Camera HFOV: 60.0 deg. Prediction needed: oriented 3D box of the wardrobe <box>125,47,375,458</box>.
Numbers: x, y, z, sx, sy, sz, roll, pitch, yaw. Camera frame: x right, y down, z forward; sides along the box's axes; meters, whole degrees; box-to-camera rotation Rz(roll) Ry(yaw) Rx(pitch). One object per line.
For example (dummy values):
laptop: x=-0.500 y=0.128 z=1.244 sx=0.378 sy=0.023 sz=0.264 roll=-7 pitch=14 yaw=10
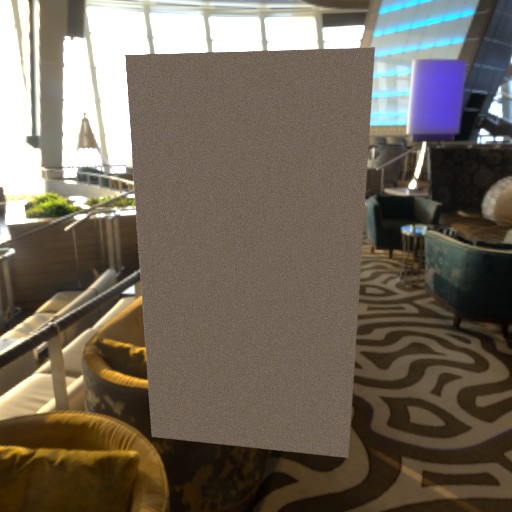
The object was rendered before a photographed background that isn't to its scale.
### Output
wardrobe: x=0.000 y=0.000 z=2.236 sx=0.991 sy=1.808 sz=0.577 roll=2 pitch=15 yaw=9
